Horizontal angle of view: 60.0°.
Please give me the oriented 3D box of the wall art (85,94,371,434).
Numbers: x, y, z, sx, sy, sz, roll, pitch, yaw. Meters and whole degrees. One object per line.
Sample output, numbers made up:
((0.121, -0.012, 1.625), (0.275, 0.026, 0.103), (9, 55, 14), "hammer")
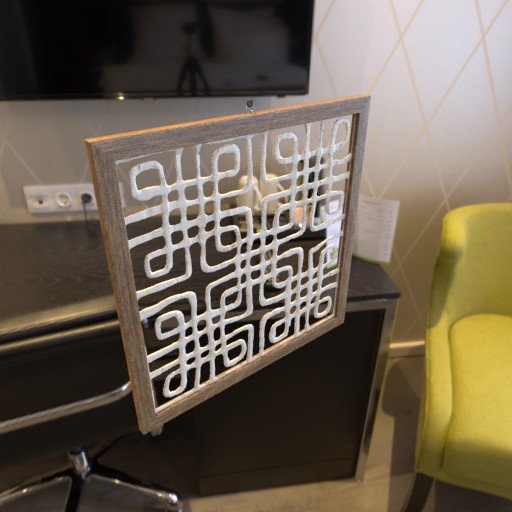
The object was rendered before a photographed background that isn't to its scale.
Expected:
((0.000, 0.000, 0.860), (0.561, 0.582, 0.021), (-21, 36, -32), "wall art")
